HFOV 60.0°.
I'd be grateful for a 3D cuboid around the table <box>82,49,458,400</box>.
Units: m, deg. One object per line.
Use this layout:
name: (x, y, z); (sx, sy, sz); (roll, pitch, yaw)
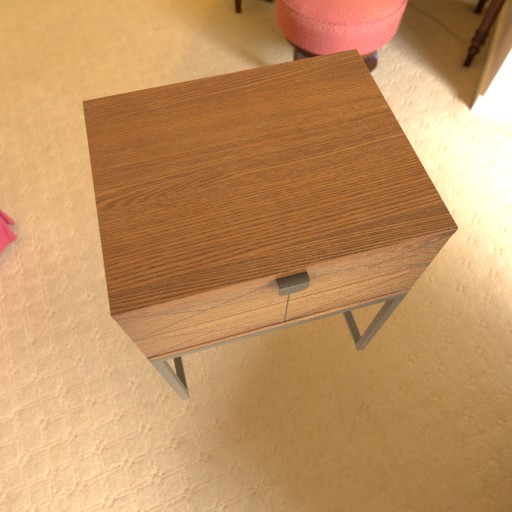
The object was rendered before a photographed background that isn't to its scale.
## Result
table: (0.000, 0.000, 0.939); (0.482, 0.610, 0.400); (-14, 63, -7)
